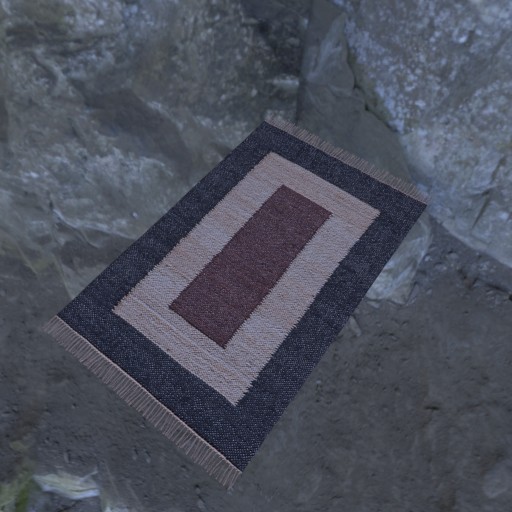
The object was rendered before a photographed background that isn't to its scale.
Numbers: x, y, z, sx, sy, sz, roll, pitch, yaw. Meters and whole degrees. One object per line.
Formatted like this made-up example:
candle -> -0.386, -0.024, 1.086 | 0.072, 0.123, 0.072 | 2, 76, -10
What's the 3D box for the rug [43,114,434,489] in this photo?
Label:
rug -> 0.000, 0.000, 2.481 | 1.224, 0.027, 2.021 | 33, 64, 18
